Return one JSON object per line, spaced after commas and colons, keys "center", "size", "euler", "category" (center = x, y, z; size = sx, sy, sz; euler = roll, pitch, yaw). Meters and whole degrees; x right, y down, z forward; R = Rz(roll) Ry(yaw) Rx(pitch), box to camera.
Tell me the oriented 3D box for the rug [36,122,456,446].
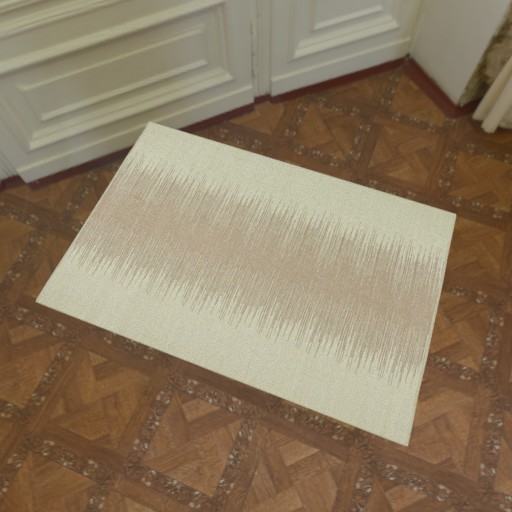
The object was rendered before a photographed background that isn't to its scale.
{"center": [0.000, 0.000, 2.278], "size": [1.850, 0.006, 1.234], "euler": [19, 65, 9], "category": "rug"}
